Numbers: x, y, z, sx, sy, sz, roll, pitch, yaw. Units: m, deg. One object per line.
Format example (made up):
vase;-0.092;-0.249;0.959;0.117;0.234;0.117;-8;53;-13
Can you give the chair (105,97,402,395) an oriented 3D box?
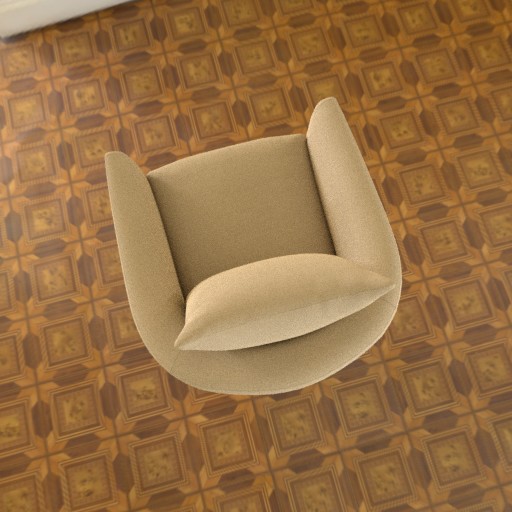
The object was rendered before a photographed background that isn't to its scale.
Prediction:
chair;0.000;0.000;1.566;0.845;0.848;0.910;-15;77;-4
